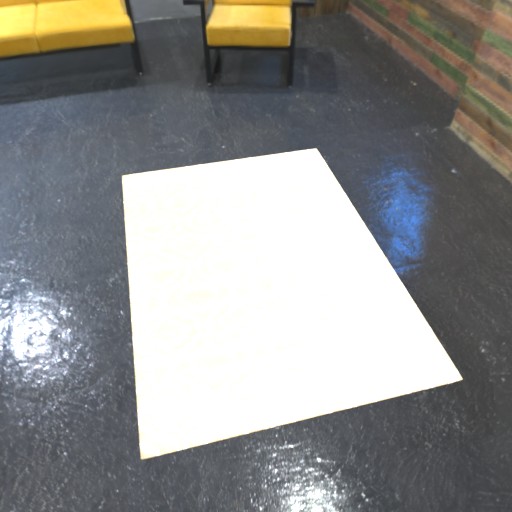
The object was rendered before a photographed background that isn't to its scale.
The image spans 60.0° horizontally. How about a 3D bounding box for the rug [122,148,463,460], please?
[{"bbox_3d":[0.000,0.000,4.321,2.438,0.010,3.353,-10,47,-10],"label":"rug"}]
